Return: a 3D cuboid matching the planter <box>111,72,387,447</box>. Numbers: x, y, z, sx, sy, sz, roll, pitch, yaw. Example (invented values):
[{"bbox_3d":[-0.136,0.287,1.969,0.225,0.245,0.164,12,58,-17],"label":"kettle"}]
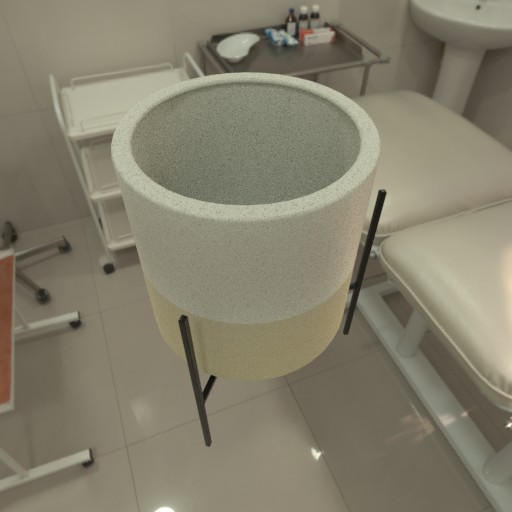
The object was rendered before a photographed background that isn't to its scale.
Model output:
[{"bbox_3d":[0.000,0.000,0.536,0.267,0.362,0.263,-16,49,-15],"label":"planter"}]
